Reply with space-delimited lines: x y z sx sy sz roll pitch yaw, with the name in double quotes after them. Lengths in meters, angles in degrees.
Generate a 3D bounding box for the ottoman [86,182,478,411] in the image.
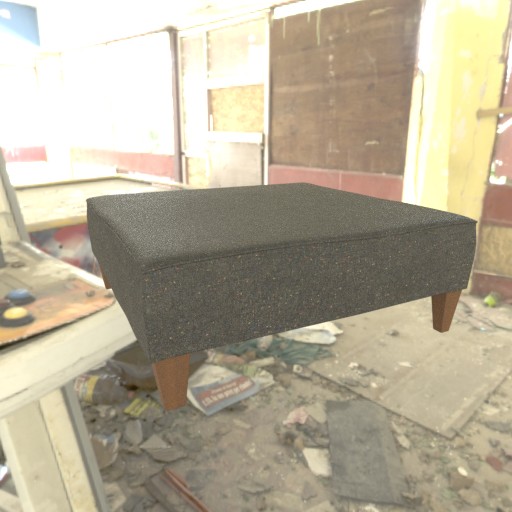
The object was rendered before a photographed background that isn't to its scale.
0.000 0.000 1.553 1.004 0.382 0.968 -8 19 -25 "ottoman"
